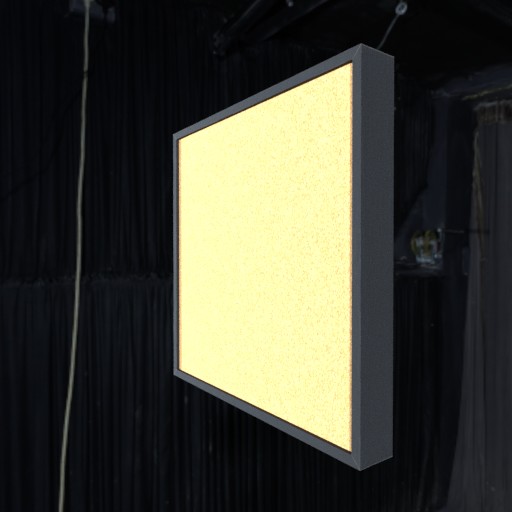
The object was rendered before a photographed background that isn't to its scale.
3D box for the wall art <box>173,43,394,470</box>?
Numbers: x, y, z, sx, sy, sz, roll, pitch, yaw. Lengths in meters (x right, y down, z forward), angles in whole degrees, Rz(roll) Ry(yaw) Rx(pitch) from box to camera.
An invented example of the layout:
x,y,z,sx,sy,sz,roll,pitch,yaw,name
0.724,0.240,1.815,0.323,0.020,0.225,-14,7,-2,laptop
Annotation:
x,y,z,sx,sy,sz,roll,pitch,yaw,name
0.000,0.000,0.451,0.037,0.305,0.305,-1,1,-36,wall art
